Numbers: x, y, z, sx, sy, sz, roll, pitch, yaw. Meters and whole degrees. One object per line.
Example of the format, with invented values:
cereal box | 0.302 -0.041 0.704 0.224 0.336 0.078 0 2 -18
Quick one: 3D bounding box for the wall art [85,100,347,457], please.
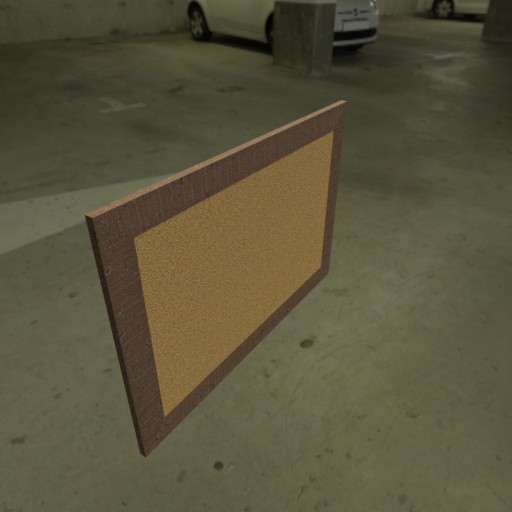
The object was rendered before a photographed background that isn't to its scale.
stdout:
wall art | 0.000 0.000 1.182 0.019 0.626 0.917 21 38 29
